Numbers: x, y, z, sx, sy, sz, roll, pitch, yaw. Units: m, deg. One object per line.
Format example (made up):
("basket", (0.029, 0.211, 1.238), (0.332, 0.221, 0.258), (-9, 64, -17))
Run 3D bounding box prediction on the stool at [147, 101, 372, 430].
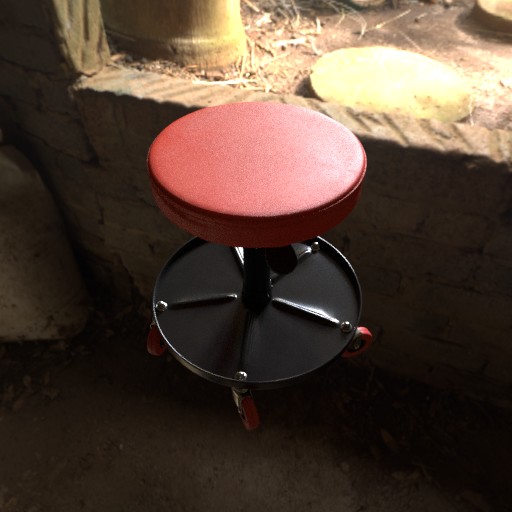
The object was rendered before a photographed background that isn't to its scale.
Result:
("stool", (0.000, 0.000, 0.674), (0.381, 0.365, 0.382), (-10, 46, -10))
